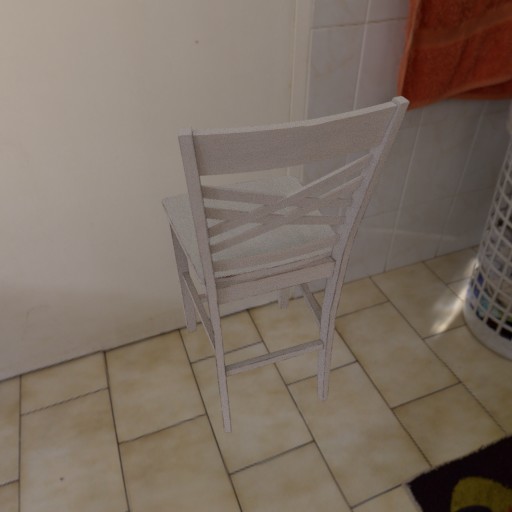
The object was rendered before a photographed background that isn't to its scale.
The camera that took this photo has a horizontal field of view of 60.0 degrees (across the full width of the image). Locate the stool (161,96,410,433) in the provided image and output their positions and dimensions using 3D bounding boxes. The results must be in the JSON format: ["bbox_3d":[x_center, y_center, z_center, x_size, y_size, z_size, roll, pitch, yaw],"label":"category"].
[{"bbox_3d":[0.000,0.000,1.341,0.462,1.079,0.539,-13,42,-15],"label":"stool"}]
